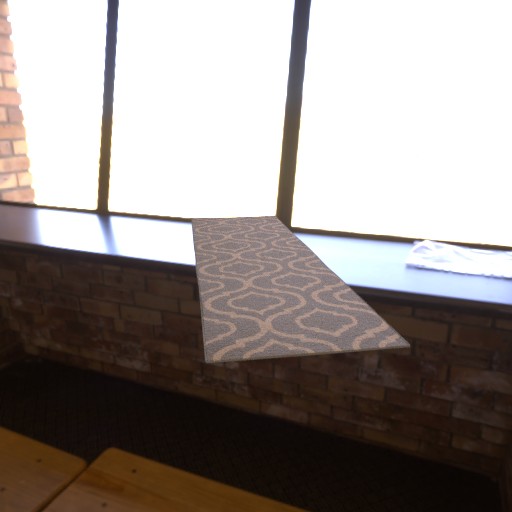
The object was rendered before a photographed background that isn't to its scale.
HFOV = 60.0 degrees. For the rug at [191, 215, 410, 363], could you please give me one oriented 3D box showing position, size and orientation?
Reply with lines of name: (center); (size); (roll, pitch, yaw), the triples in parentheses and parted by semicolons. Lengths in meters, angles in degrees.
rug: (0.000, 0.000, 2.498); (0.684, 0.009, 2.275); (-3, 17, -9)
